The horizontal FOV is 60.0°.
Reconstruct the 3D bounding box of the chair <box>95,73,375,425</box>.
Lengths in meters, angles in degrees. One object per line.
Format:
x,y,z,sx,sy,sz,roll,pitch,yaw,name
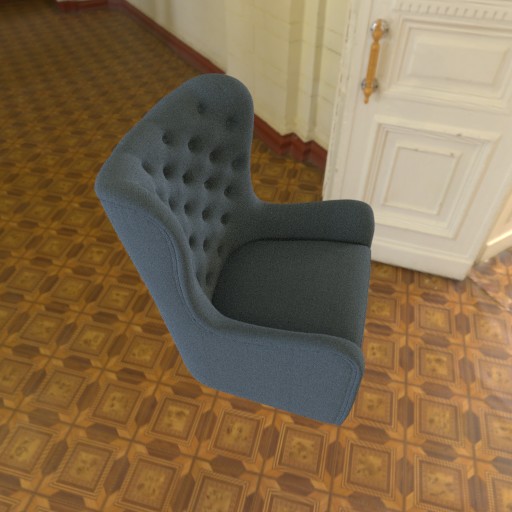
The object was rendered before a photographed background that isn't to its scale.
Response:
0.000,0.000,1.749,0.930,1.079,0.831,10,46,10,chair
